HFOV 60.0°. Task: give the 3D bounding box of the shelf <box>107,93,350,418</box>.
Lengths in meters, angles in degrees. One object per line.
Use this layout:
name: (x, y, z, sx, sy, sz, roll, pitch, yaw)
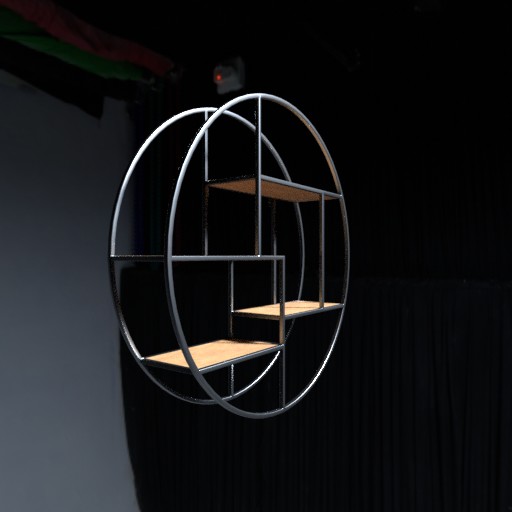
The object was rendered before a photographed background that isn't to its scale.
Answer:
shelf: (0.000, 0.000, 1.320, 0.202, 0.888, 0.888, 0, 0, 36)
